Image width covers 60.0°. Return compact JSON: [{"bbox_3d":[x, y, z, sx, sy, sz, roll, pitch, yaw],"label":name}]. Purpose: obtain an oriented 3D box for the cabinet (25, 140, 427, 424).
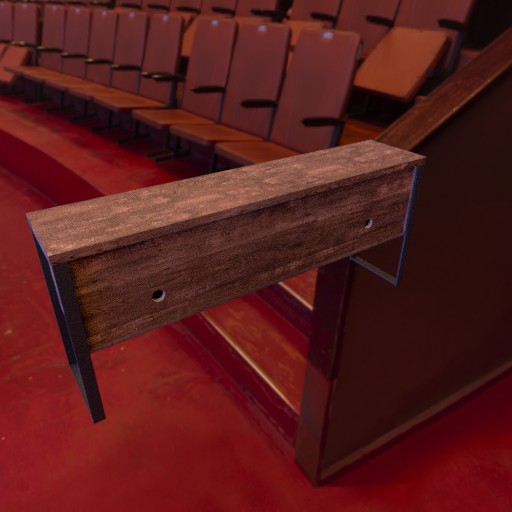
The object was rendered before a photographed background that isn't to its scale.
[{"bbox_3d":[0.000,0.000,2.126,1.800,0.762,0.395,-18,35,-29],"label":"cabinet"}]
